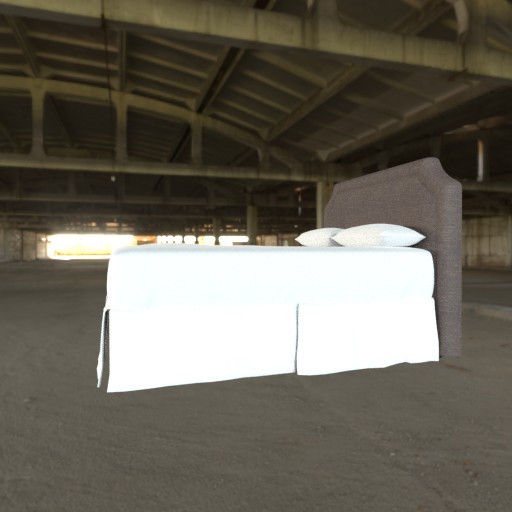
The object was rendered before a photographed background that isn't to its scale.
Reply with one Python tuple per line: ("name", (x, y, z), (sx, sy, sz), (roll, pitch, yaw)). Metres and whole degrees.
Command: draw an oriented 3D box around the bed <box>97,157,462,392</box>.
("bed", (0.000, 0.000, 3.169), (2.116, 1.290, 1.693), (0, 1, -17))
